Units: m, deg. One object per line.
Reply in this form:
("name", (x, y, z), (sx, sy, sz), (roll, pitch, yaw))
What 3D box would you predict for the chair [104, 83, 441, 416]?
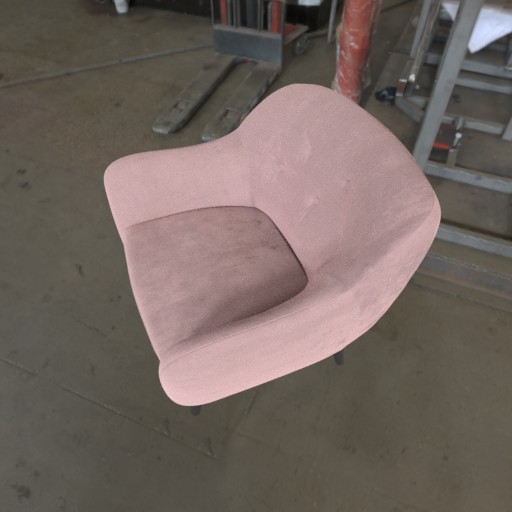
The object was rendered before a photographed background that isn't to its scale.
("chair", (0.000, 0.000, 1.474), (0.820, 0.820, 0.840), (-17, 50, -15))
